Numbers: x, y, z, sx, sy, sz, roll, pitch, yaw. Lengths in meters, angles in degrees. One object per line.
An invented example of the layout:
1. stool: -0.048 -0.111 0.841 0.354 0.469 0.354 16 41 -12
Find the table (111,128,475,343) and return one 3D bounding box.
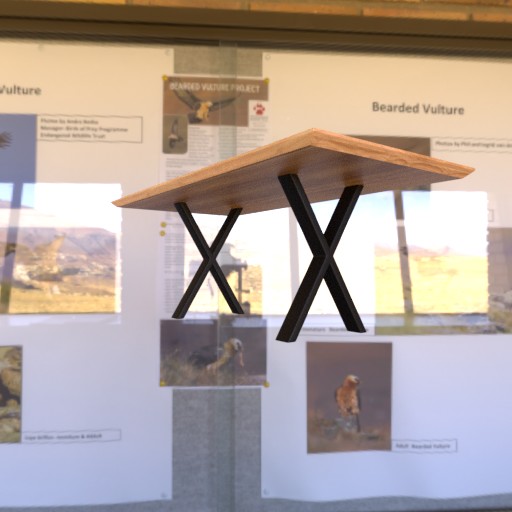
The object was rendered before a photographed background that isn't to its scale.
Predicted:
1. table: 0.000 0.000 2.511 1.000 0.770 2.000 1 -2 -36
